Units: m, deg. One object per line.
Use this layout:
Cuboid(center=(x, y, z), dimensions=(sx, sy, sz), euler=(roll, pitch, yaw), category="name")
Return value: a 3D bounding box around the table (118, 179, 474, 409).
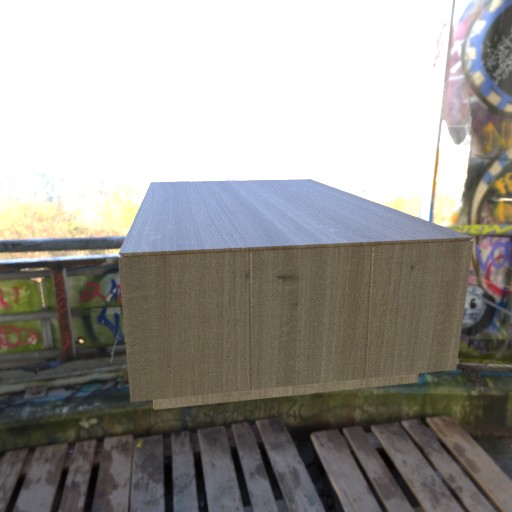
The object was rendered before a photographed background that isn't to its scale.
Cuboid(center=(0.000, 0.000, 1.390), dimensions=(0.678, 0.353, 1.110), euler=(-3, 16, -10), category="table")
